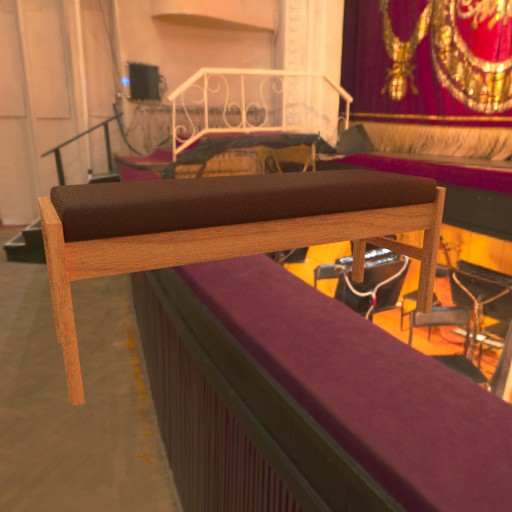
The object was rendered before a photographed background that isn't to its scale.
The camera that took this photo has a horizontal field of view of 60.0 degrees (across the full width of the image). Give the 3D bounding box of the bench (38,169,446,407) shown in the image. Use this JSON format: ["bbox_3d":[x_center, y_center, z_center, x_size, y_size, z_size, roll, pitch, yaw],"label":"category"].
[{"bbox_3d":[0.000,0.000,1.422,1.200,0.480,0.405,-8,18,-26],"label":"bench"}]
